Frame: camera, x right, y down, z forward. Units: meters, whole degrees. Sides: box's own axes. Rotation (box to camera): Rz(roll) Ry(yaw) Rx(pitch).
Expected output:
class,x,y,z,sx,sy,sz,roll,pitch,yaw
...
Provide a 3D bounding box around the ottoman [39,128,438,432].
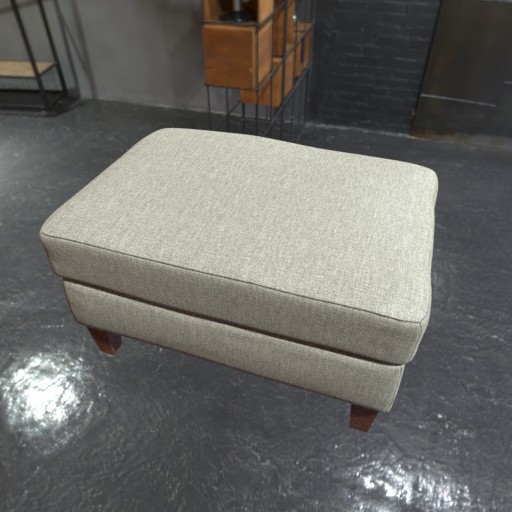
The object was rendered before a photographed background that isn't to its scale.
class,x,y,z,sx,sy,sz,roll,pitch,yaw
ottoman,0.000,0.000,1.237,0.873,0.494,0.639,12,42,14
